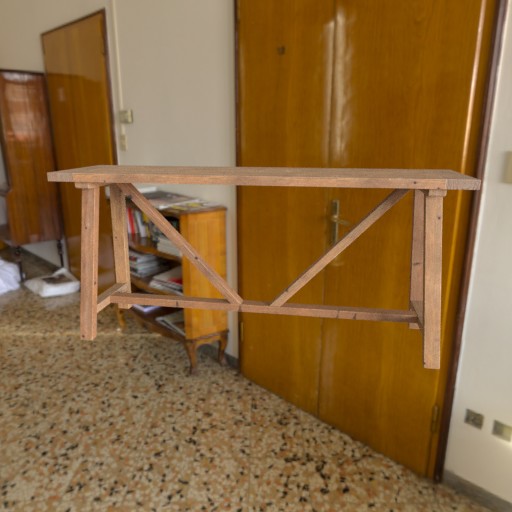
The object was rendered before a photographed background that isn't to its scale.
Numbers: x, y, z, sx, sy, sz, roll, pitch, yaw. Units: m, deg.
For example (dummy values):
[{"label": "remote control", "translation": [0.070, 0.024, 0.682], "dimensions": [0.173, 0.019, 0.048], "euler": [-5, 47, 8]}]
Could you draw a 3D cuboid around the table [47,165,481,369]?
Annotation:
[{"label": "table", "translation": [0.000, 0.000, 2.147], "dimensions": [1.800, 0.810, 0.465], "euler": [3, 16, 9]}]
